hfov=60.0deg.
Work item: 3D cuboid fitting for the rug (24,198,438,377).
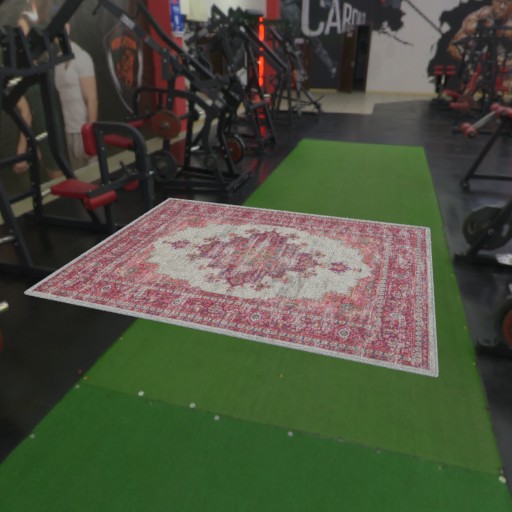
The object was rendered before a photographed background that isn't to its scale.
[{"bbox_3d":[0.000,0.000,4.147,3.123,0.017,2.447,8,28,16],"label":"rug"}]
